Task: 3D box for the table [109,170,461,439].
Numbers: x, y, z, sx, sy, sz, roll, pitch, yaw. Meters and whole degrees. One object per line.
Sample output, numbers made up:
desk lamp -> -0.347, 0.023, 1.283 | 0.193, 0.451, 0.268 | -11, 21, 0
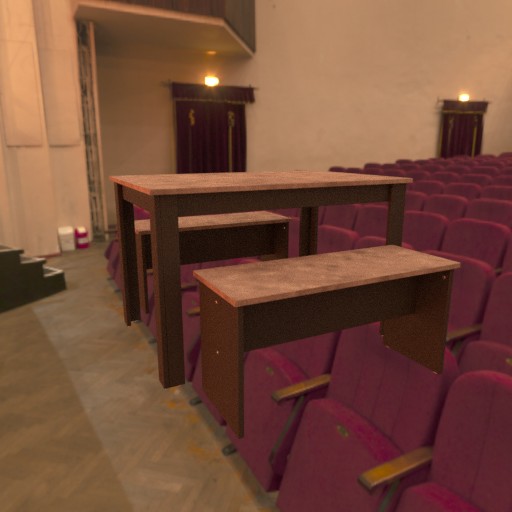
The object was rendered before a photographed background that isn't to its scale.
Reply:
table -> 0.000, 0.000, 1.995 | 1.100, 0.700, 1.443 | -7, 15, -26
